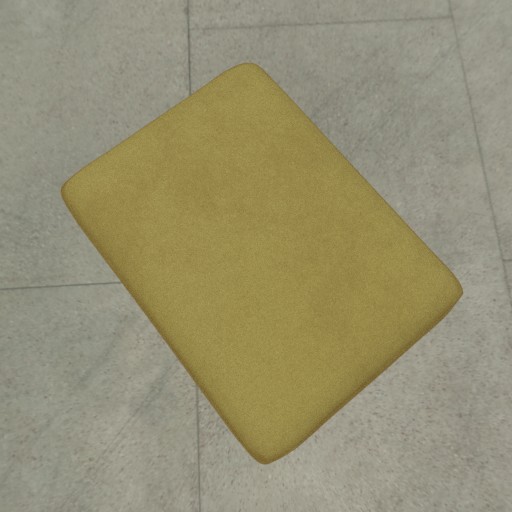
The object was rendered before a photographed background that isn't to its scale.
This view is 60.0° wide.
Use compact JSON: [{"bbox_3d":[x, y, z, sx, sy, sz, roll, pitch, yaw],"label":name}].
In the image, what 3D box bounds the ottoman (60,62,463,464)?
[{"bbox_3d":[0.000,0.000,1.165,0.608,0.449,0.811,-38,78,-9],"label":"ottoman"}]
